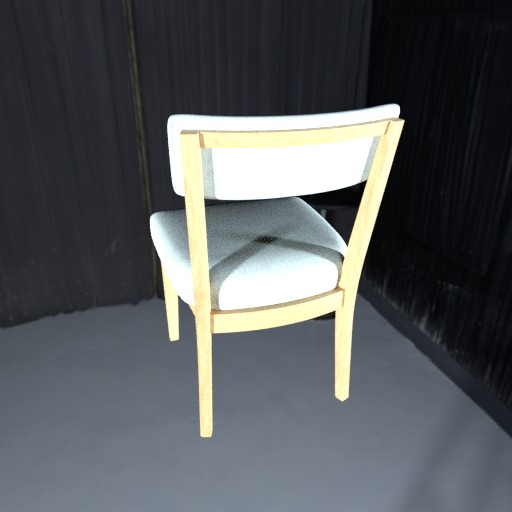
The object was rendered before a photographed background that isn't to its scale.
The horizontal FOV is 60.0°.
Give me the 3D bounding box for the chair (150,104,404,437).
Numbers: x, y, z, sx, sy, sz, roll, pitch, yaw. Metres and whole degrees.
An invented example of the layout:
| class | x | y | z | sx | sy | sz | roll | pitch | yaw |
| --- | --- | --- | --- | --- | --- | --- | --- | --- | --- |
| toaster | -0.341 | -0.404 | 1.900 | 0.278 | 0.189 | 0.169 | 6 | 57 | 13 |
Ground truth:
| class | x | y | z | sx | sy | sz | roll | pitch | yaw |
| --- | --- | --- | --- | --- | --- | --- | --- | --- | --- |
| chair | 0.000 | 0.000 | 1.219 | 0.508 | 0.832 | 0.572 | -9 | 27 | -17 |
